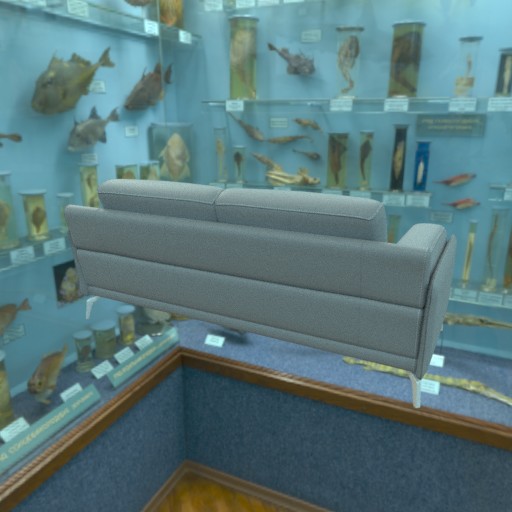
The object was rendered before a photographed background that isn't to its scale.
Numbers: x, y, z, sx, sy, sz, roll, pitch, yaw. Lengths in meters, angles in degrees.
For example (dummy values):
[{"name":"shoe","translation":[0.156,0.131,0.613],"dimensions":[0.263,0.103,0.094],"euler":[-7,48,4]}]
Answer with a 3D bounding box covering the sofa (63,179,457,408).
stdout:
[{"name":"sofa","translation":[0.000,0.000,2.602],"dimensions":[2.100,0.900,0.969],"euler":[9,19,26]}]
